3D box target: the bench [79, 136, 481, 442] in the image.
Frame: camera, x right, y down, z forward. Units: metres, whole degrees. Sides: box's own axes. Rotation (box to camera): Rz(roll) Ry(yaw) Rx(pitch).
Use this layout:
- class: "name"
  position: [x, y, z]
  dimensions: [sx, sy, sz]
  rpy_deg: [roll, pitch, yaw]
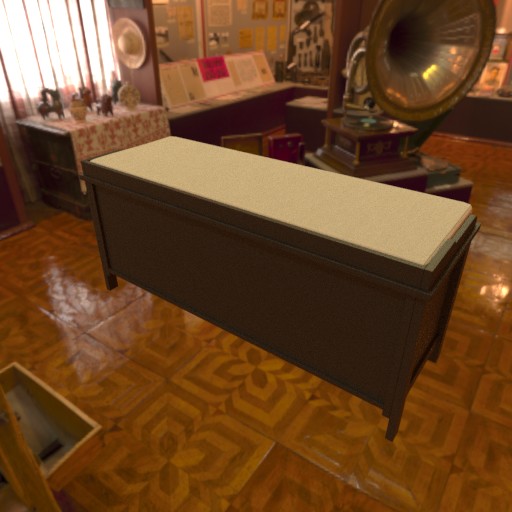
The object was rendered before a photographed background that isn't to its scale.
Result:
- class: "bench"
  position: [0.000, 0.000, 1.390]
  dimensions: [1.140, 0.501, 0.398]
  rpy_deg: [20, 36, 31]
